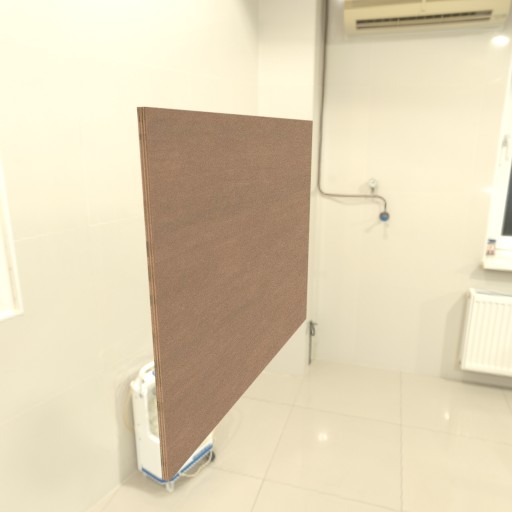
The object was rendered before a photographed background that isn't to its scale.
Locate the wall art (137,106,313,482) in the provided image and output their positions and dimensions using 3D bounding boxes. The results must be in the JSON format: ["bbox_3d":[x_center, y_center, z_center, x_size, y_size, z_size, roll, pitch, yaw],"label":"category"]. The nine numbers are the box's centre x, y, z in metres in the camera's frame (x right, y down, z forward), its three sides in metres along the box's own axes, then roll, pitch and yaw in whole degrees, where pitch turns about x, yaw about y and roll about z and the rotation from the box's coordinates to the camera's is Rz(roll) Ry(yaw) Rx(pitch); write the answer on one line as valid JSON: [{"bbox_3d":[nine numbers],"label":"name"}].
[{"bbox_3d":[0.000,0.000,0.678,0.010,0.408,0.508,7,17,23],"label":"wall art"}]
